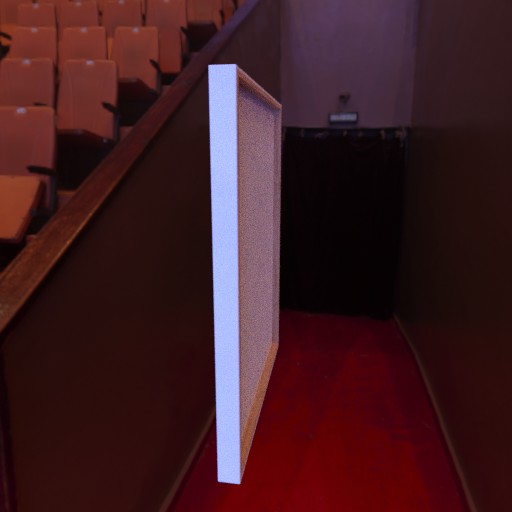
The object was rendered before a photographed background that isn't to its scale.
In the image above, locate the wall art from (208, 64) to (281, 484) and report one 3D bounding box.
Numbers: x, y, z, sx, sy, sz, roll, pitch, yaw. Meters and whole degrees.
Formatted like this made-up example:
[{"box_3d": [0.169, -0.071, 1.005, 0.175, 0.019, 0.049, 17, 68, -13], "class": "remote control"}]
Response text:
[{"box_3d": [0.000, 0.000, 0.862, 0.037, 0.606, 0.508, 2, 14, 9], "class": "wall art"}]
